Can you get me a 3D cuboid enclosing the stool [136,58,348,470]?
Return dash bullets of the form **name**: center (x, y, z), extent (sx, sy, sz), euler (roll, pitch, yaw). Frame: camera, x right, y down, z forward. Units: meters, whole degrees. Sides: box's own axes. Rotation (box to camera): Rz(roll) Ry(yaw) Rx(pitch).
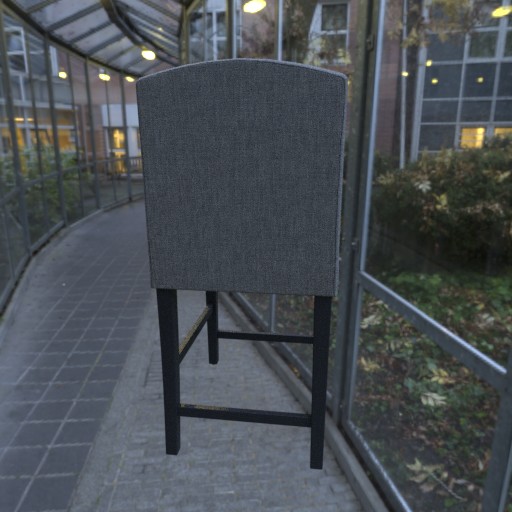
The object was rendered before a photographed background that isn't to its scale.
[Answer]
- **stool**: center (0.000, 0.000, 1.271), extent (0.451, 0.966, 0.552), euler (2, 15, 8)
